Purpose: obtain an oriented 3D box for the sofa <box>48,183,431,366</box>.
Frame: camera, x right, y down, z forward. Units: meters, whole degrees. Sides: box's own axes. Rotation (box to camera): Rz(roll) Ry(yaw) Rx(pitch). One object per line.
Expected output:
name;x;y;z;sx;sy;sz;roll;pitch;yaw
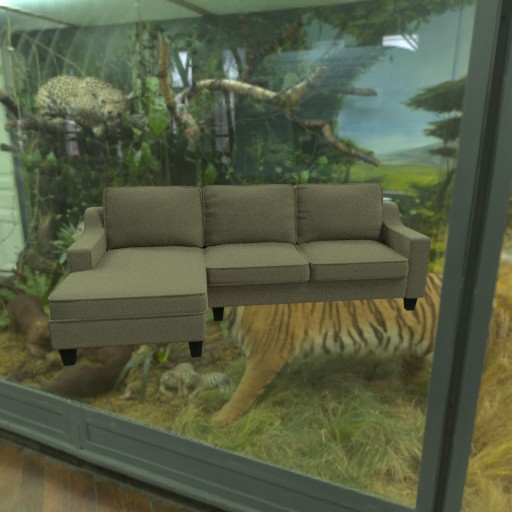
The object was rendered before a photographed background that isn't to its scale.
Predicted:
sofa;0.000;0.000;3.223;2.561;0.928;1.294;-2;16;-7
